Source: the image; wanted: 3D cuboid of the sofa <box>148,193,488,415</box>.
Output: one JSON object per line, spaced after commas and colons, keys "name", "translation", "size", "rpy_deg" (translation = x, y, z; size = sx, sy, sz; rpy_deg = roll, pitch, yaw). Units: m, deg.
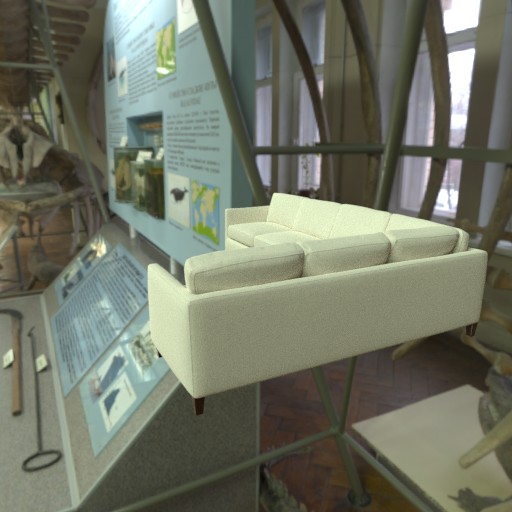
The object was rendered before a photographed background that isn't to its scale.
{"name": "sofa", "translation": [0.000, 0.000, 4.463], "size": [2.593, 0.947, 3.302], "rpy_deg": [-7, 16, -26]}
